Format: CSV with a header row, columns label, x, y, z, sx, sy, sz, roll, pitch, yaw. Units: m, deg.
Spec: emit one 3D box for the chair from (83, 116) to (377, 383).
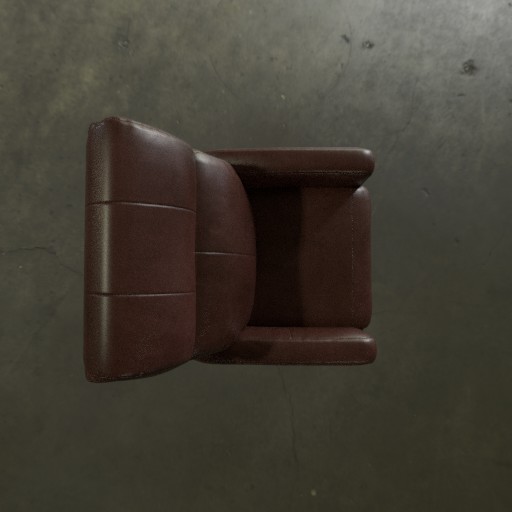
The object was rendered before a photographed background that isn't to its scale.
label,x,y,z,sx,sy,sz,roll,pitch,yaw
chair,0.000,0.000,1.615,0.939,1.016,0.787,0,88,0
